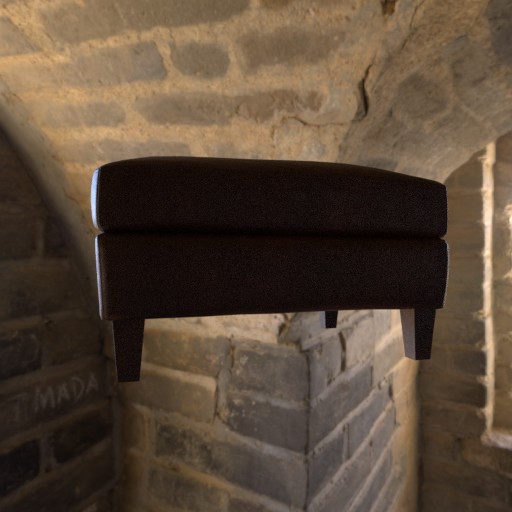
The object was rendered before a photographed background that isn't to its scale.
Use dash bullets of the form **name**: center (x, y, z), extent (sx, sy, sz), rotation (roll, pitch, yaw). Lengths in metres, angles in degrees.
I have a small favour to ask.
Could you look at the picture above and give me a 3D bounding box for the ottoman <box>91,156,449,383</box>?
- **ottoman**: center (0.000, 0.000, 1.296), extent (0.887, 0.527, 0.659), rotation (0, 0, -16)
